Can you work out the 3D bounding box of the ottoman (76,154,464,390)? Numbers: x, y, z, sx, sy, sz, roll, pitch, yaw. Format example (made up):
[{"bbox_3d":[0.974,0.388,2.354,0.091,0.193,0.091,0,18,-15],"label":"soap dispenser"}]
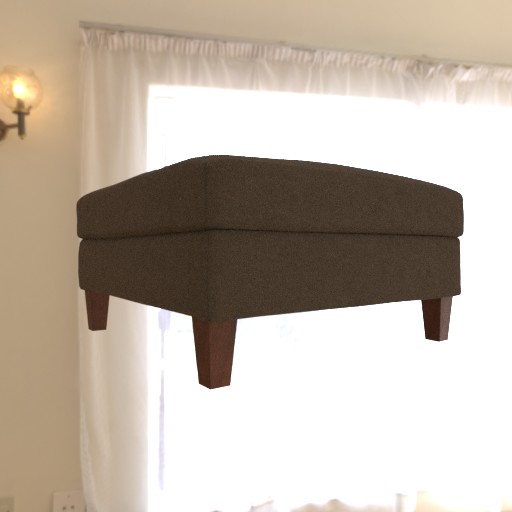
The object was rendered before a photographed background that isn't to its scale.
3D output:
[{"bbox_3d":[0.000,0.000,1.362,0.861,0.482,0.881,0,1,-36],"label":"ottoman"}]
